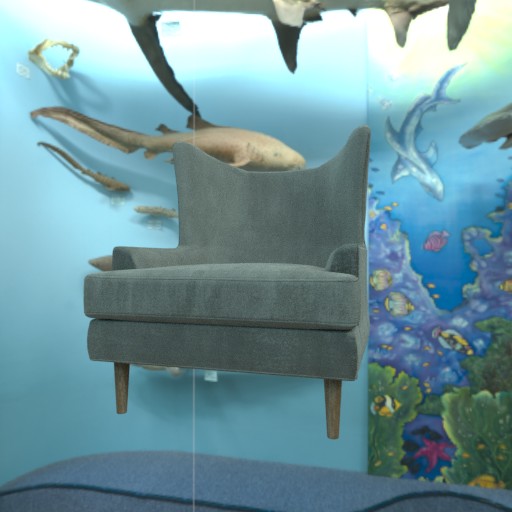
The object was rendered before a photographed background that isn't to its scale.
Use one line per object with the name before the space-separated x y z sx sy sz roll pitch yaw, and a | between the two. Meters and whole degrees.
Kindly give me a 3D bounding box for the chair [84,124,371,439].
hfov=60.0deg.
chair | 0.000 0.000 1.583 0.784 0.950 0.906 0 0 17
